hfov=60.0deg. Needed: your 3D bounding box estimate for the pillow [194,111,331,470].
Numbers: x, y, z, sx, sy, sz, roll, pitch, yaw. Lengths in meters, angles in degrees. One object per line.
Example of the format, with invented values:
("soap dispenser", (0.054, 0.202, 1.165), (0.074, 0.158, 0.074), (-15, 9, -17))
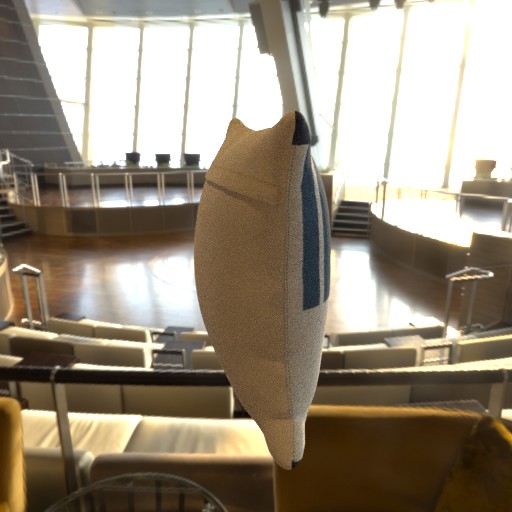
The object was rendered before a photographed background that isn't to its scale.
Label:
("pillow", (0.000, 0.000, 0.823), (0.229, 0.506, 0.536), (-3, 15, -11))
